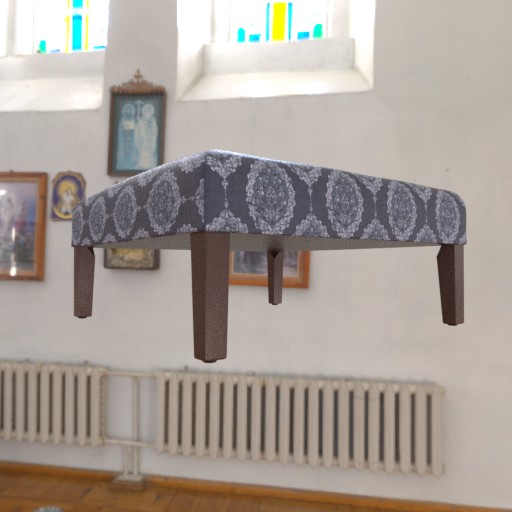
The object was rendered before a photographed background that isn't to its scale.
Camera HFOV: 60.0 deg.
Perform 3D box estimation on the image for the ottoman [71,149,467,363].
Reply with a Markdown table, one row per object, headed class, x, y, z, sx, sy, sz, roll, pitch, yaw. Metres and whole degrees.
| class | x | y | z | sx | sy | sz | roll | pitch | yaw |
| --- | --- | --- | --- | --- | --- | --- | --- | --- | --- |
| ottoman | 0.000 | 0.000 | 1.386 | 0.889 | 0.409 | 0.890 | 1 | -1 | -37 |
